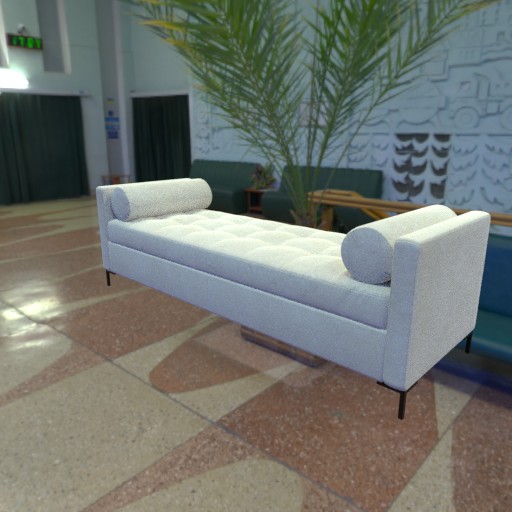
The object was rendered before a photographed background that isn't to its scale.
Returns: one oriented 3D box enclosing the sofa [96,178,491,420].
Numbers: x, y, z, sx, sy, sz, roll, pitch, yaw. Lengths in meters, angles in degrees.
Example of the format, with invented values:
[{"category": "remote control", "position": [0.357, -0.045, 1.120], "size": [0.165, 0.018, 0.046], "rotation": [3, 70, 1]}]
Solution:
[{"category": "sofa", "position": [0.000, 0.000, 2.284], "size": [1.981, 0.635, 0.686], "rotation": [14, 21, 41]}]
